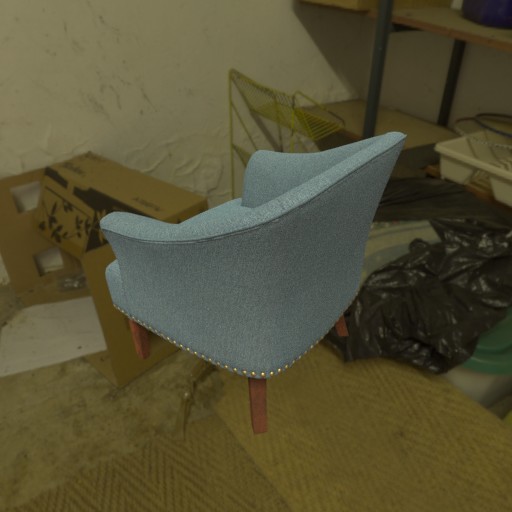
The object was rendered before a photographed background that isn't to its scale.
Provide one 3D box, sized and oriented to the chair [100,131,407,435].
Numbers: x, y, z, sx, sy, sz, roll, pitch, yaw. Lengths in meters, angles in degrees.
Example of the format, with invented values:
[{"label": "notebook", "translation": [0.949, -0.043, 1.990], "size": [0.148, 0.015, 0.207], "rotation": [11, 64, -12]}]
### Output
[{"label": "chair", "translation": [0.000, 0.000, 1.418], "size": [0.704, 0.815, 0.772], "rotation": [22, 37, 31]}]
